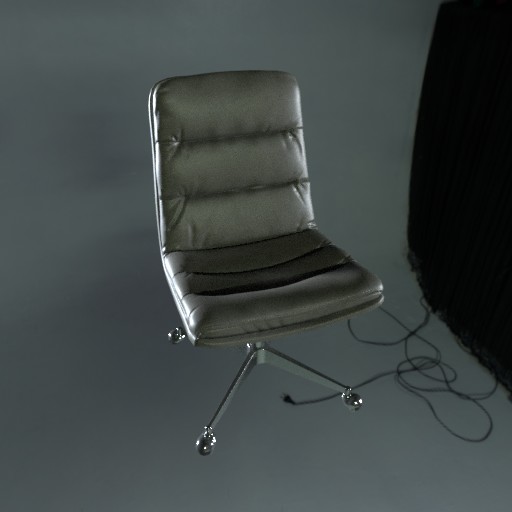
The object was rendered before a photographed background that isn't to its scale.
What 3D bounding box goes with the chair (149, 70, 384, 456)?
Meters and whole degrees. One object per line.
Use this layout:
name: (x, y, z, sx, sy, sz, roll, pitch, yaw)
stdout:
chair: (0.000, 0.000, 1.025, 0.422, 0.738, 0.485, -10, 33, -16)
